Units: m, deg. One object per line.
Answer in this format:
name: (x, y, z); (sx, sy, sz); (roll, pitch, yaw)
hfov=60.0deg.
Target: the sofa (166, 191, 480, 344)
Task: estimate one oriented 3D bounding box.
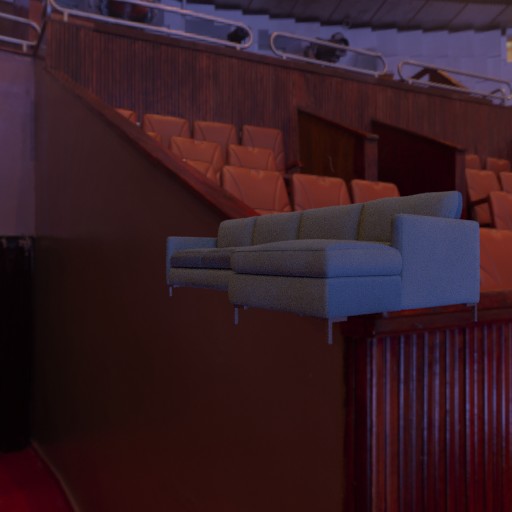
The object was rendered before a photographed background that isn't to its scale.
sofa: (0.000, 0.000, 3.256); (1.255, 0.756, 2.725); (0, -1, -36)
